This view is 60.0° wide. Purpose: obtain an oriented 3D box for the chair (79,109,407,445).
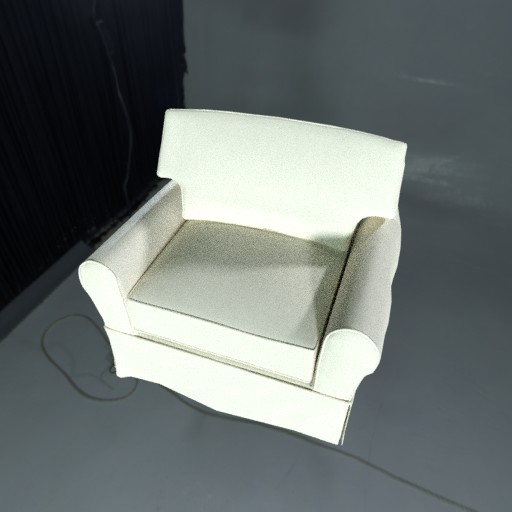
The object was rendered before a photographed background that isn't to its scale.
[{"bbox_3d":[0.000,0.000,1.812,1.099,0.958,0.904,13,43,15],"label":"chair"}]
